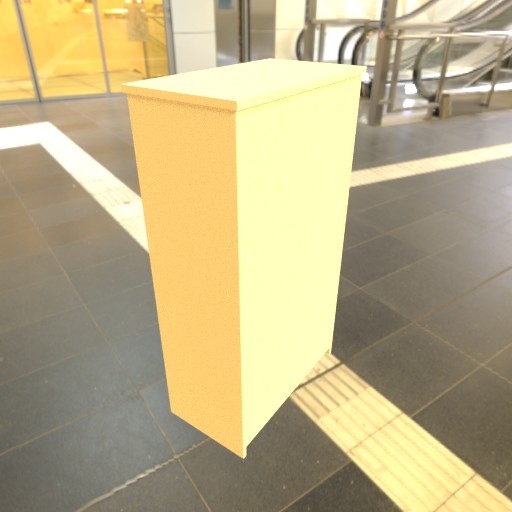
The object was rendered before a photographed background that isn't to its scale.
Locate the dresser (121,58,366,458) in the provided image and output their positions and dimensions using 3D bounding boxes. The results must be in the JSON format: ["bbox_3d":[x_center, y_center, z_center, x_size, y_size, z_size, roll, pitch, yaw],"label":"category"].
[{"bbox_3d":[0.000,0.000,1.637,0.399,1.255,0.704,20,36,30],"label":"dresser"}]
